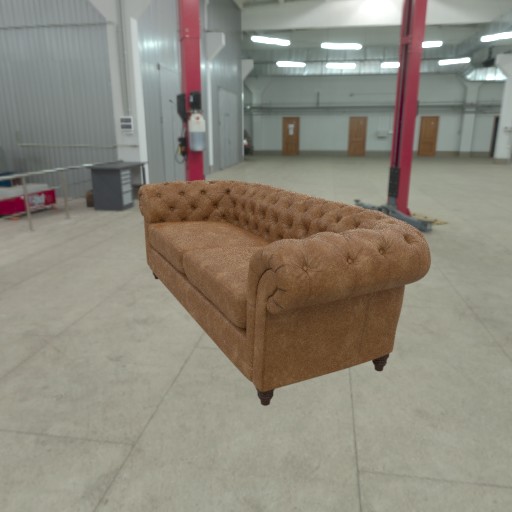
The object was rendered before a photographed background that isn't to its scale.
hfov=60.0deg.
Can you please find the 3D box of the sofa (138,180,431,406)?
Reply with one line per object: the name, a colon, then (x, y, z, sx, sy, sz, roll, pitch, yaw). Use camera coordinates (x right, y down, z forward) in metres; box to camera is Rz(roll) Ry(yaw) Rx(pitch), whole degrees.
sofa: (0.000, 0.000, 2.811, 0.989, 0.760, 2.365, -8, 18, -25)
